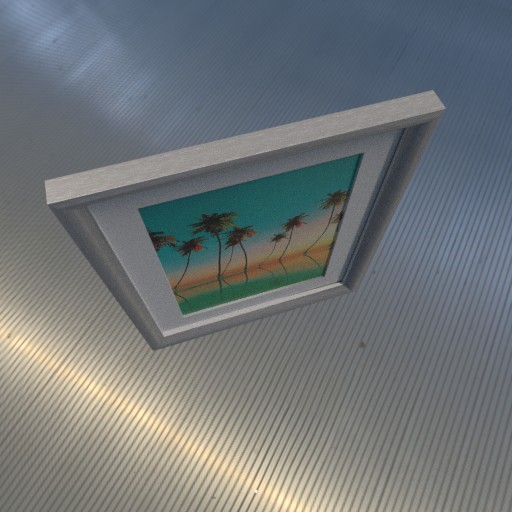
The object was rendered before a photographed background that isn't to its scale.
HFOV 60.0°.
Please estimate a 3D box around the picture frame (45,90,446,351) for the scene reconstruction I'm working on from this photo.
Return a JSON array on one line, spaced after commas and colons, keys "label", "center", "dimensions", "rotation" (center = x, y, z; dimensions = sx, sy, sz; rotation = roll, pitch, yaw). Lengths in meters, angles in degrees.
[{"label": "picture frame", "center": [0.000, 0.000, 0.520], "dimensions": [0.327, 0.378, 0.027], "rotation": [-15, 63, -8]}]
